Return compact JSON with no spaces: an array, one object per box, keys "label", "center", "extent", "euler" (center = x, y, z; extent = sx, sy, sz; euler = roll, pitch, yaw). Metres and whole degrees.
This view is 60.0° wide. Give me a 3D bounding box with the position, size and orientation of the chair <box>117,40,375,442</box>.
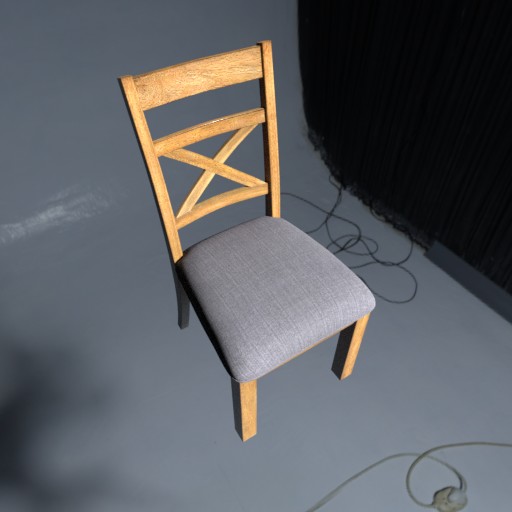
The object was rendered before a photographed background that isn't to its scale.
[{"label":"chair","center":[0.000,0.000,1.272],"extent":[0.470,0.949,0.581],"euler":[-25,51,-22]}]
